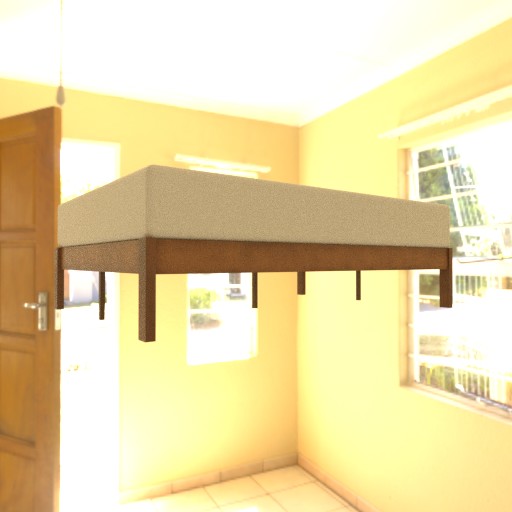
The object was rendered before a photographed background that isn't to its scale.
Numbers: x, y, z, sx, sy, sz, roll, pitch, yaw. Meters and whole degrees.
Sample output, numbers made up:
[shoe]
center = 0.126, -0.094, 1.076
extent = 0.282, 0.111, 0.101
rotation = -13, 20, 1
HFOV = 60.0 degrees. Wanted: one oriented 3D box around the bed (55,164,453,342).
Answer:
[bed]
center = 0.000, 0.000, 2.620
extent = 1.927, 0.616, 1.348
rotation = 1, -1, -36
